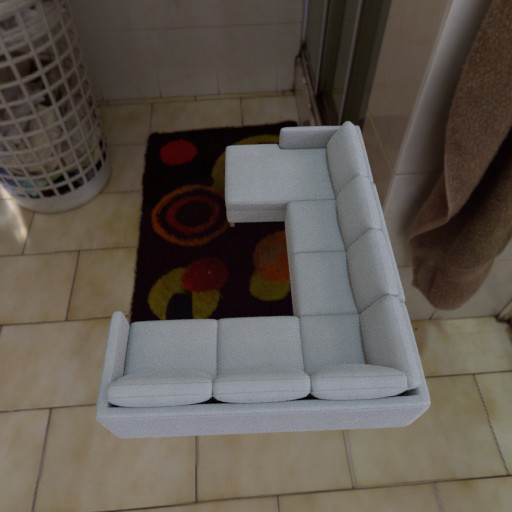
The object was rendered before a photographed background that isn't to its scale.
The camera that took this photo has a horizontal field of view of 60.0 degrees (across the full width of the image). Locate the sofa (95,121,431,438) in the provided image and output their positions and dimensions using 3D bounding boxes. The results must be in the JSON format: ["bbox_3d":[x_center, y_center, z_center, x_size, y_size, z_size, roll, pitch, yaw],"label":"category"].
[{"bbox_3d":[0.000,0.000,4.408,2.551,0.853,3.238,-2,55,-1],"label":"sofa"}]
